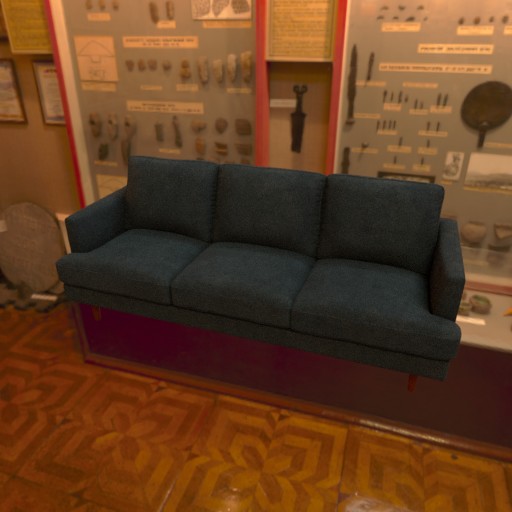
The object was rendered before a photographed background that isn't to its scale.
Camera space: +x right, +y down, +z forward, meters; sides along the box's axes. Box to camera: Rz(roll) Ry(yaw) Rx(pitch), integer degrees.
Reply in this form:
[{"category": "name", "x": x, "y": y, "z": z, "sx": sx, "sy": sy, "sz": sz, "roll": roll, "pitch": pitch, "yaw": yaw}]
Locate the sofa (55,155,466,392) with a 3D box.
[{"category": "sofa", "x": 0.000, "y": 0.000, "z": 2.655, "sx": 2.246, "sy": 0.930, "sz": 0.903, "roll": 9, "pitch": 29, "yaw": 17}]
